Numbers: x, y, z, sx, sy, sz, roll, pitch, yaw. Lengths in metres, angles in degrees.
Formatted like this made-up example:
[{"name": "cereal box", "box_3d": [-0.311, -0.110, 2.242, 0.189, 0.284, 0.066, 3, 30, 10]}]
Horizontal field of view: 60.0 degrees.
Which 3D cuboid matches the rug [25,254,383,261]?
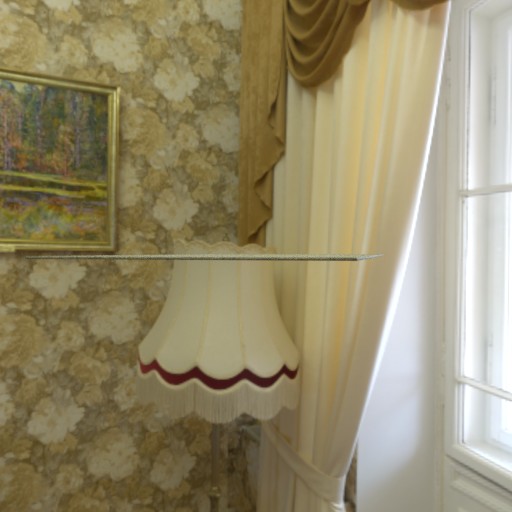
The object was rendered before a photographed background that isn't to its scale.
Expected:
[{"name": "rug", "box_3d": [0.000, 0.000, 2.934, 1.547, 0.013, 2.283, 0, 1, 18]}]
